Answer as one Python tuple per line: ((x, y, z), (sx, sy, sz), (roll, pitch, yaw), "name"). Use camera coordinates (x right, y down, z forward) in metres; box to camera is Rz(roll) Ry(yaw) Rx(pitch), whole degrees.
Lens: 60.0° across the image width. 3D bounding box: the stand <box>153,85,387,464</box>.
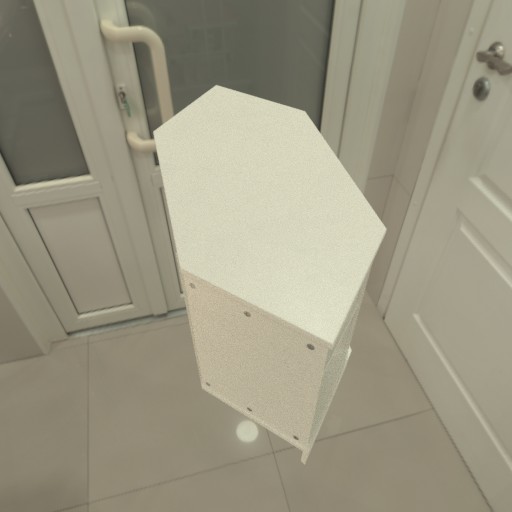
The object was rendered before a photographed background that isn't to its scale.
((0.000, 0.000, 1.377), (0.477, 0.614, 1.072), (-11, 47, -10), "stand")
